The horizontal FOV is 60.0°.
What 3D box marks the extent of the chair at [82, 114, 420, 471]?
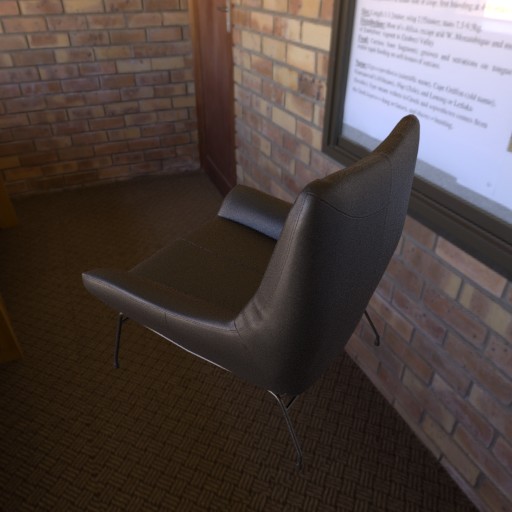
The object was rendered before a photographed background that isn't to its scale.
[{"bbox_3d":[0.000,0.000,1.504,0.826,0.922,0.836,20,38,28],"label":"chair"}]
